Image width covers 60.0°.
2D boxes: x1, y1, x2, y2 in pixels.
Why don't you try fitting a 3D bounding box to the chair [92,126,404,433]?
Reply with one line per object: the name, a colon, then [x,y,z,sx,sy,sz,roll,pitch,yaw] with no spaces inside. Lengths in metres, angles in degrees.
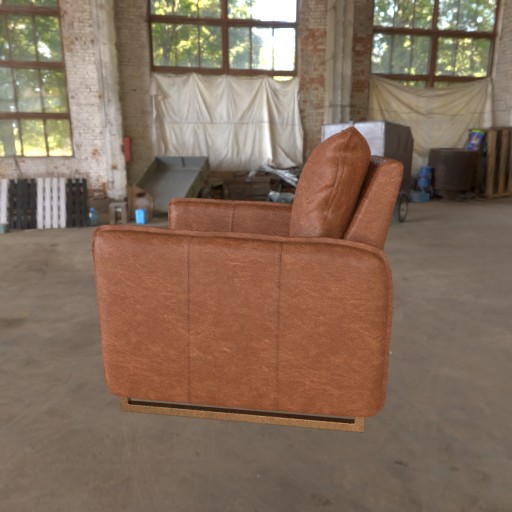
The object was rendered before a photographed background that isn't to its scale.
chair: [0.000,0.000,1.650,0.922,0.922,0.830,2,14,8]
